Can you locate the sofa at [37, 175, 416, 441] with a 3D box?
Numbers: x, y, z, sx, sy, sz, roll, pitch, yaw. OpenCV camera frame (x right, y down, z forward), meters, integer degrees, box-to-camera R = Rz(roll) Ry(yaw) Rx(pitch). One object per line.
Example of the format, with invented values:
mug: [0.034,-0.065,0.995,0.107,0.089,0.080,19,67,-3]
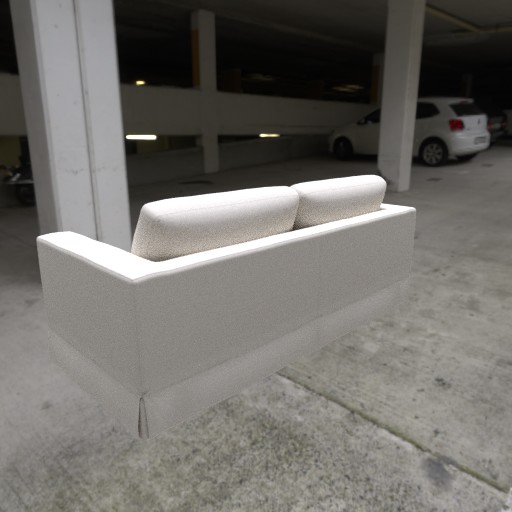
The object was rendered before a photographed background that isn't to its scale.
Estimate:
sofa: [0.000,0.000,2.633,2.163,0.881,0.954,-15,22,-43]
